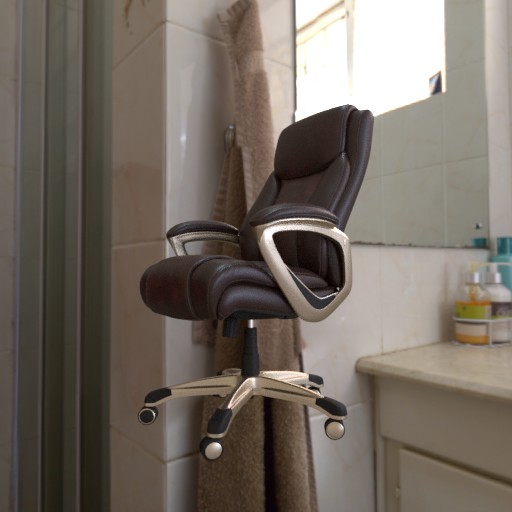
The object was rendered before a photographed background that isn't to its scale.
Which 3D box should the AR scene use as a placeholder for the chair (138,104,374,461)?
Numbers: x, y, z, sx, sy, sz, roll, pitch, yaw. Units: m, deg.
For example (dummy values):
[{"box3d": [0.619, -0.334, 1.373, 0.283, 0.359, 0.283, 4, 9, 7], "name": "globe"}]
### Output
[{"box3d": [0.000, 0.000, 1.643, 0.749, 1.194, 0.692, 1, -2, -36], "name": "chair"}]
